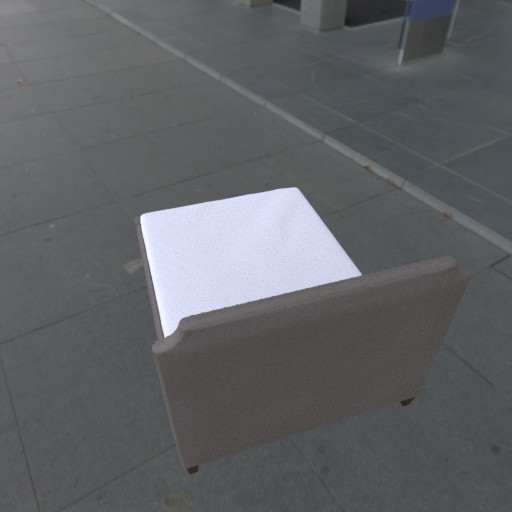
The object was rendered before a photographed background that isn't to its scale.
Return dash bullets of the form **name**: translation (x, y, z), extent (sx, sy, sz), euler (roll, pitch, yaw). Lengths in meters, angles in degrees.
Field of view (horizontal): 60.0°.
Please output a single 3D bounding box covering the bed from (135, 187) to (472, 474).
- **bed**: translation (0.000, 0.000, 3.394), extent (1.712, 1.443, 2.372), euler (-12, 42, -13)
